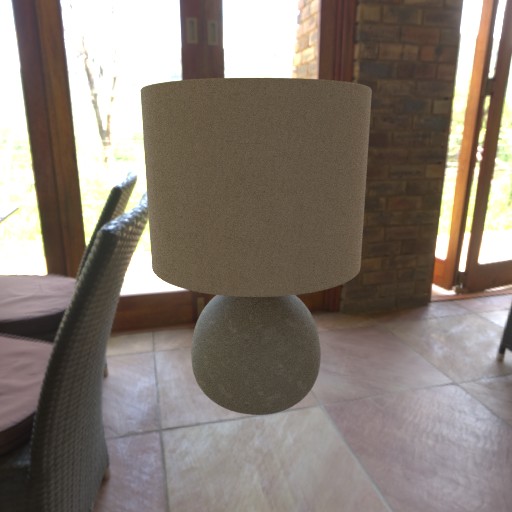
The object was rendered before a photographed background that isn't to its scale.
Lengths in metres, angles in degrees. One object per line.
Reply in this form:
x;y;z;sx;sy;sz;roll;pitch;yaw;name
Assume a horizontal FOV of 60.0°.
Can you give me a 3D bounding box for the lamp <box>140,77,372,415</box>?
0.000;0.000;0.584;0.269;0.409;0.269;-3;15;-11;lamp
